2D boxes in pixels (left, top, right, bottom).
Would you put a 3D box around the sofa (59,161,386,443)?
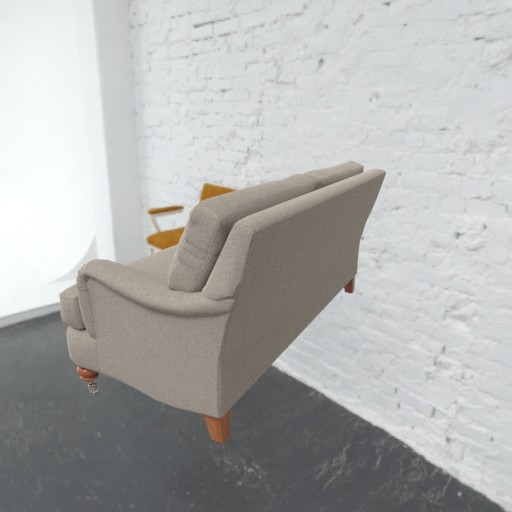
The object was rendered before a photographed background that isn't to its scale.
[{"bbox_3d":[0.000,0.000,2.763,1.087,1.054,2.160,9,19,26],"label":"sofa"}]
